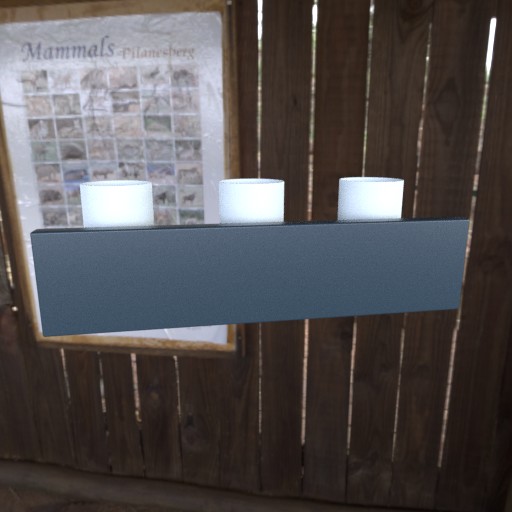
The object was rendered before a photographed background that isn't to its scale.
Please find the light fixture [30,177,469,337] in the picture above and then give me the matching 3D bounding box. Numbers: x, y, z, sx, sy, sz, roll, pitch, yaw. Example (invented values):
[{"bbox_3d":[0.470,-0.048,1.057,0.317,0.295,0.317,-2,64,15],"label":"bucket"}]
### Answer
[{"bbox_3d":[0.000,0.000,0.529,0.451,0.172,0.145,-2,14,-10],"label":"light fixture"}]
